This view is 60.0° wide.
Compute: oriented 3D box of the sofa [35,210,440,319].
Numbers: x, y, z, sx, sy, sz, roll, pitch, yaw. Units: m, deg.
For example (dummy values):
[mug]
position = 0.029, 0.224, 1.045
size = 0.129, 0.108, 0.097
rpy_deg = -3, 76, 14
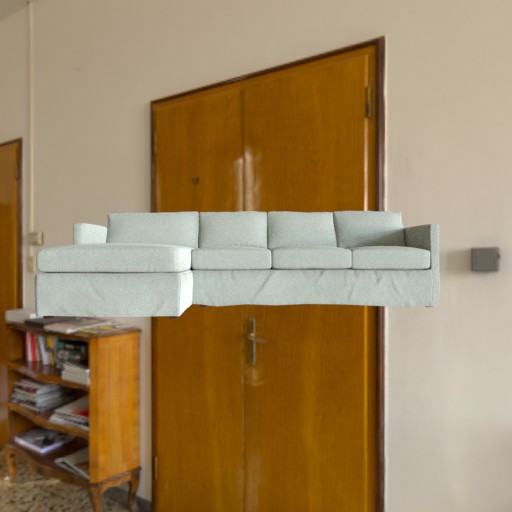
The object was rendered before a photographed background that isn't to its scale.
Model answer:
[sofa]
position = 0.000, 0.000, 3.925
size = 3.205, 0.922, 1.650
rpy_deg = 0, 0, -1
